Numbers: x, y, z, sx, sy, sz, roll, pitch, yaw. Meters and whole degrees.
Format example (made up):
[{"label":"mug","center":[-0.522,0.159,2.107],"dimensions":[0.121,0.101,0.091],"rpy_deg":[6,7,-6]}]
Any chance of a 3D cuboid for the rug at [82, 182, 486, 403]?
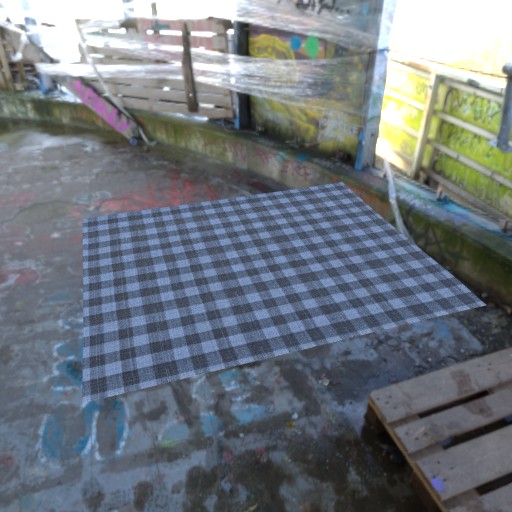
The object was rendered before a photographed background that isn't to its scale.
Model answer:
[{"label":"rug","center":[0.000,0.000,4.053],"dimensions":[3.021,0.013,2.432],"rpy_deg":[-10,35,-15]}]
